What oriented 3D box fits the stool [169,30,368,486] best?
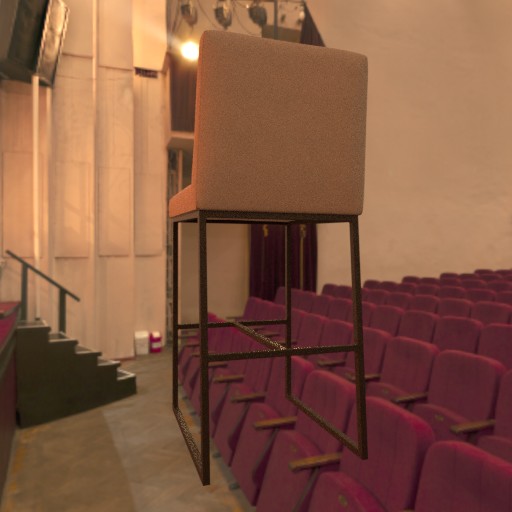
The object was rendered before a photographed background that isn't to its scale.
[{"bbox_3d":[0.000,0.000,1.349,0.464,1.061,0.573,0,0,-18],"label":"stool"}]
